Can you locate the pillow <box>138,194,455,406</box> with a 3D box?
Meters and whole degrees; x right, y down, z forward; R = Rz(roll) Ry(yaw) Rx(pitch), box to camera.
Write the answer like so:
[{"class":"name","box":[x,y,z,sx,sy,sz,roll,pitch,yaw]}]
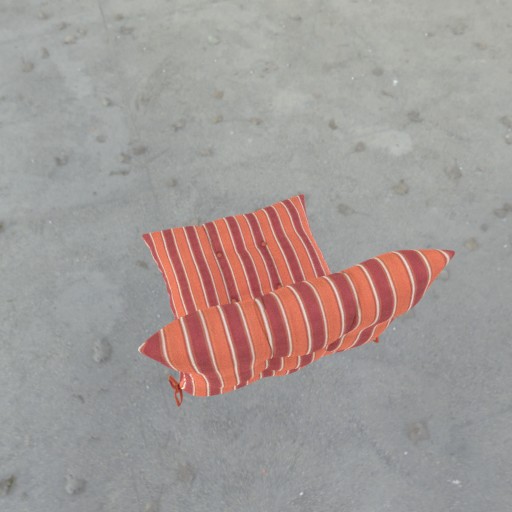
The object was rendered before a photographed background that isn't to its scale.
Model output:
[{"class":"pillow","box":[0.000,0.000,0.999,0.541,0.536,0.585,-16,60,-9]}]
